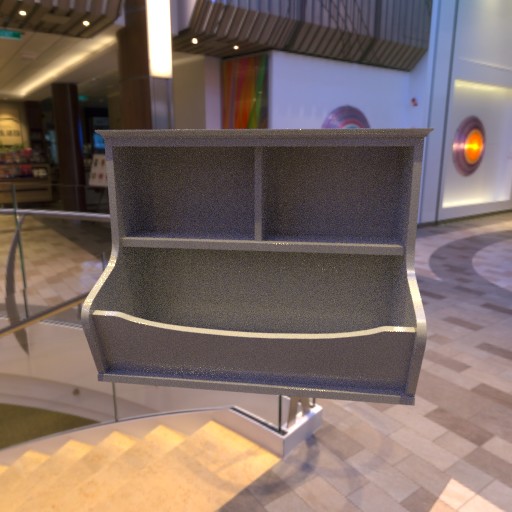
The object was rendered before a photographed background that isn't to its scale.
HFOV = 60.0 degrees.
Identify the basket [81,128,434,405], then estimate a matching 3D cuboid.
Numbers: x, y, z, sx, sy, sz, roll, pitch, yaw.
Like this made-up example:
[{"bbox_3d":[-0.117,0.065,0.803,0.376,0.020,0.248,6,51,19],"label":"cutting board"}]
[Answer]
[{"bbox_3d":[0.000,0.000,1.091,0.780,0.600,0.350,2,14,8],"label":"basket"}]
